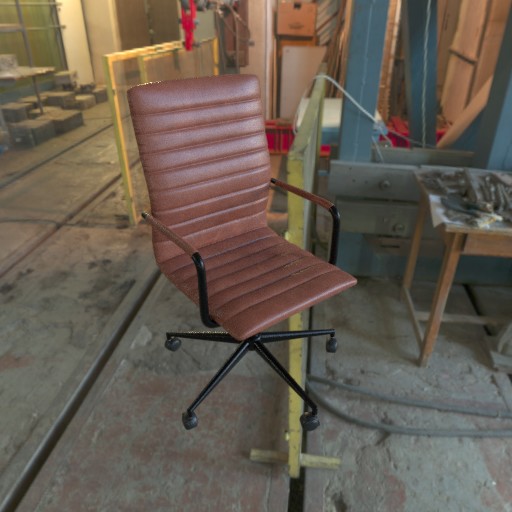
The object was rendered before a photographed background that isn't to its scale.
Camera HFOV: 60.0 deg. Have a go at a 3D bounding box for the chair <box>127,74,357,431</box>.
[{"bbox_3d":[0.000,0.000,1.240,0.600,0.878,0.578,-21,36,-32],"label":"chair"}]
